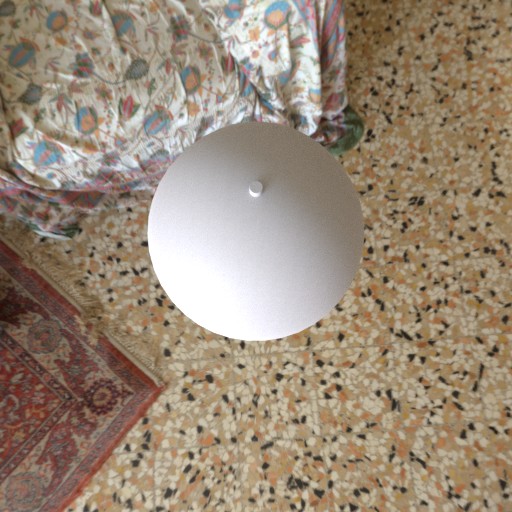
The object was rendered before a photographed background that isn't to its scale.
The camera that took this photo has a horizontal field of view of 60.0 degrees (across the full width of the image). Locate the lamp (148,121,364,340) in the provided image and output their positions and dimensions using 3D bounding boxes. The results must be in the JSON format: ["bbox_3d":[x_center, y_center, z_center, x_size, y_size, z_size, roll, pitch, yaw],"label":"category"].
[{"bbox_3d":[0.000,0.000,0.429,0.171,0.330,0.171,0,76,0],"label":"lamp"}]
